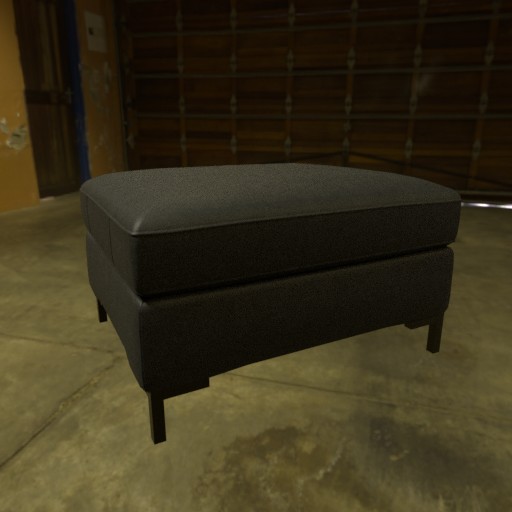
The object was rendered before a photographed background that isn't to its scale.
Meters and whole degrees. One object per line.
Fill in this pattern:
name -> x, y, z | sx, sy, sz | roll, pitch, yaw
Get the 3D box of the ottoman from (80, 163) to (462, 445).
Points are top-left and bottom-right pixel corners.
ottoman -> 0.000, 0.000, 1.784 | 1.187, 0.696, 0.967 | -8, 18, -27
